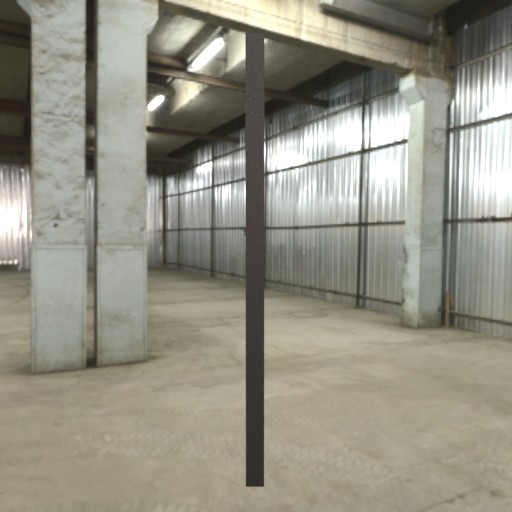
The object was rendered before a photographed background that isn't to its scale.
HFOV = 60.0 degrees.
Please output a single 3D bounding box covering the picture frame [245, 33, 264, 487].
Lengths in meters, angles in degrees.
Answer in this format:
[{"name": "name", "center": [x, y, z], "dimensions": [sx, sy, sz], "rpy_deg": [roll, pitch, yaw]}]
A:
[{"name": "picture frame", "center": [0.000, 0.000, 1.142], "dimensions": [0.032, 0.775, 0.775], "rpy_deg": [0, 2, 0]}]
